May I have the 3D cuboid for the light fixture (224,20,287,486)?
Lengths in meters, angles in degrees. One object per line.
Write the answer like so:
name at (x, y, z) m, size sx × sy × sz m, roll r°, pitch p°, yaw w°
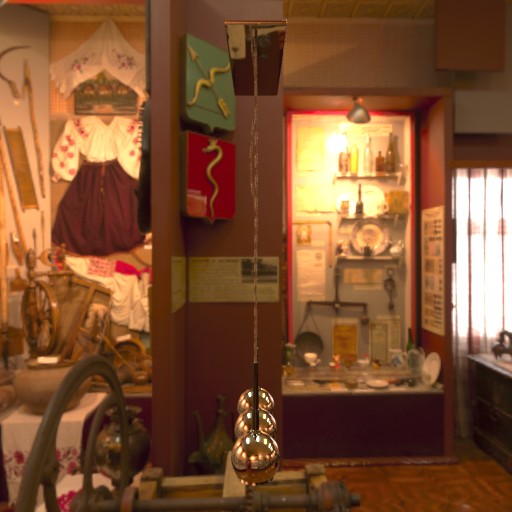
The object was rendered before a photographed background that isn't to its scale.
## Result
light fixture at (0.000, 0.000, 1.636) m, size 0.188 × 1.408 × 0.623 m, roll 0°, pitch 0°, yaw 0°
